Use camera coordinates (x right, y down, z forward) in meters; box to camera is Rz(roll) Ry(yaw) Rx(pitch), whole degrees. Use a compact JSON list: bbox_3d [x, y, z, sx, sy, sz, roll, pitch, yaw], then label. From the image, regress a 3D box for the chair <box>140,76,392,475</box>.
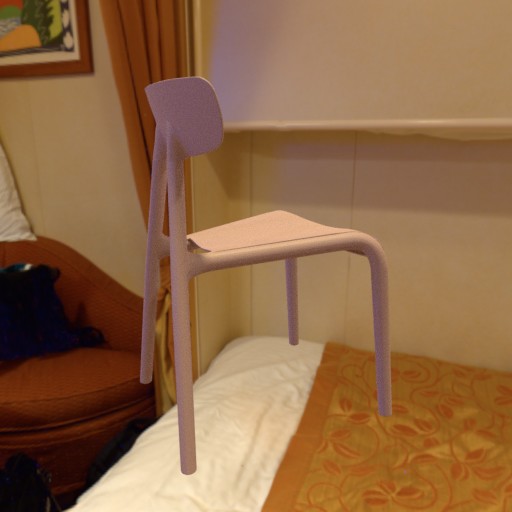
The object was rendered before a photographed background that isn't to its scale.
[{"bbox_3d":[0.000,0.000,0.825,0.401,0.580,0.356,-7,16,-25],"label":"chair"}]
